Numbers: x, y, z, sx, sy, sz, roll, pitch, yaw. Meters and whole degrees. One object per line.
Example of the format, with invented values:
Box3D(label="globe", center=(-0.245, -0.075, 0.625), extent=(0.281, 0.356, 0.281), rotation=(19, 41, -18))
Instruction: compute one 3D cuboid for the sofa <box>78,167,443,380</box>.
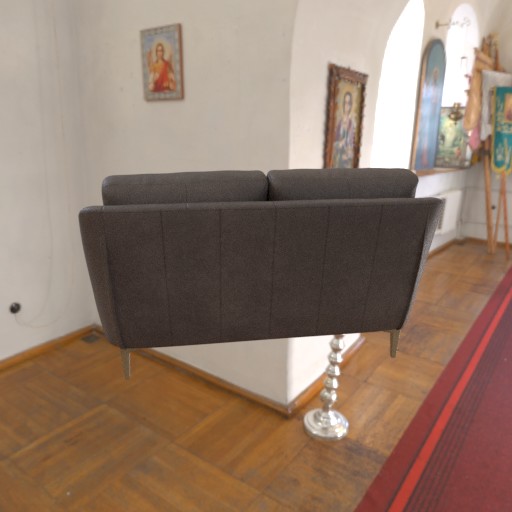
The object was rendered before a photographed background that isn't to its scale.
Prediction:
Box3D(label="sofa", center=(0.000, 0.000, 2.226), extent=(1.619, 0.902, 0.960), rotation=(-2, 16, -9))
